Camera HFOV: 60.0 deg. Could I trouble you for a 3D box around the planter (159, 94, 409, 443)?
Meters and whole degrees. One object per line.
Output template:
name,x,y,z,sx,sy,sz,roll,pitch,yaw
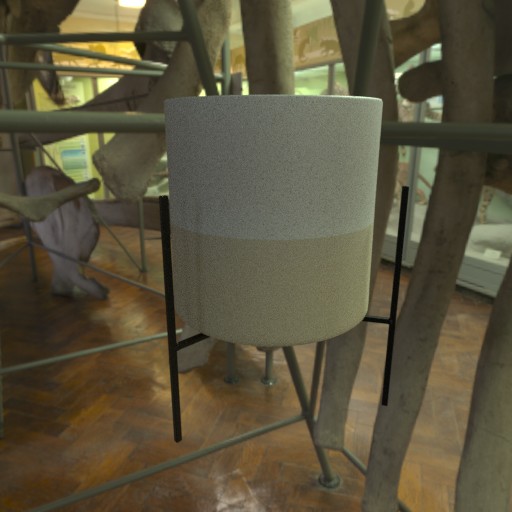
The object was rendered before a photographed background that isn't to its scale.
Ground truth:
planter,0.000,0.000,0.547,0.263,0.362,0.267,-8,19,-26
